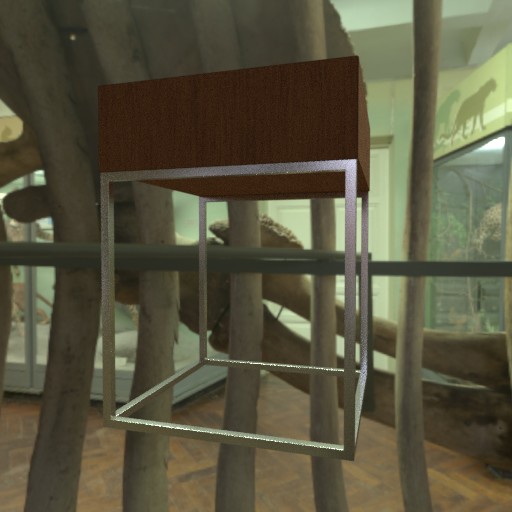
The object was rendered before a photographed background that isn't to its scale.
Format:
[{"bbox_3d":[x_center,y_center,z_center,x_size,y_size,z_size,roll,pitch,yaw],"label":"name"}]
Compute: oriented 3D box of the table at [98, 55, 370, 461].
[{"bbox_3d":[0.000,0.000,0.834,0.398,0.540,0.397,1,2,17],"label":"table"}]
